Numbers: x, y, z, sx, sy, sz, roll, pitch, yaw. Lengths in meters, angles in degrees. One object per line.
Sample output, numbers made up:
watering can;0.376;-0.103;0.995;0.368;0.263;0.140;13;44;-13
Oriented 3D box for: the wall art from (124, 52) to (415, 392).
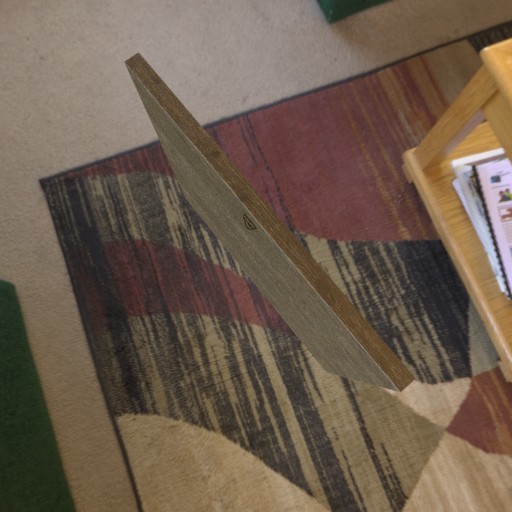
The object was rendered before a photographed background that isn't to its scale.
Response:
wall art;0.000;0.000;0.690;0.027;0.459;0.462;-38;80;-8
